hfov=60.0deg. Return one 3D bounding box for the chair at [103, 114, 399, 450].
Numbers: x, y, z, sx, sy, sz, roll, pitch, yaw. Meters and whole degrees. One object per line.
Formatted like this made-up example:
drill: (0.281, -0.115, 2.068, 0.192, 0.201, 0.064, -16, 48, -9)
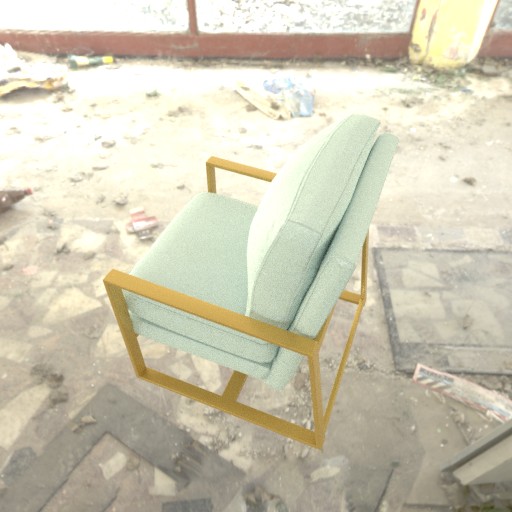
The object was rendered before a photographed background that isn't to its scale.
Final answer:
chair: (0.000, 0.000, 1.598, 0.813, 0.956, 0.758, 16, 47, 16)
